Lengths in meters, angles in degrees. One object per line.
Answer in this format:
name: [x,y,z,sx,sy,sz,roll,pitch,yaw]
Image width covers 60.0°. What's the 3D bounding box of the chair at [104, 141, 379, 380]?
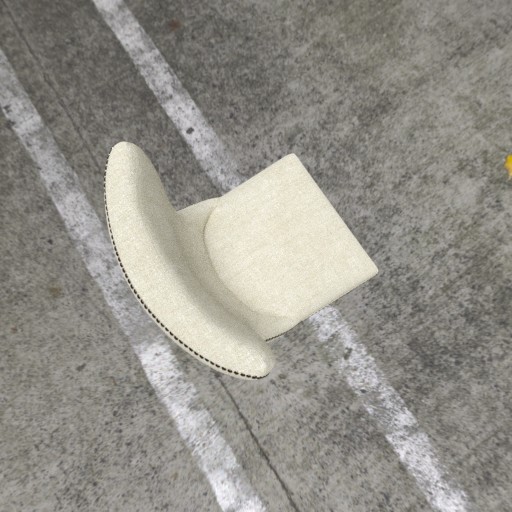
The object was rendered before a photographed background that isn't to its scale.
chair: [0.000,0.000,1.490,0.681,1.002,0.654,-32,79,-7]
